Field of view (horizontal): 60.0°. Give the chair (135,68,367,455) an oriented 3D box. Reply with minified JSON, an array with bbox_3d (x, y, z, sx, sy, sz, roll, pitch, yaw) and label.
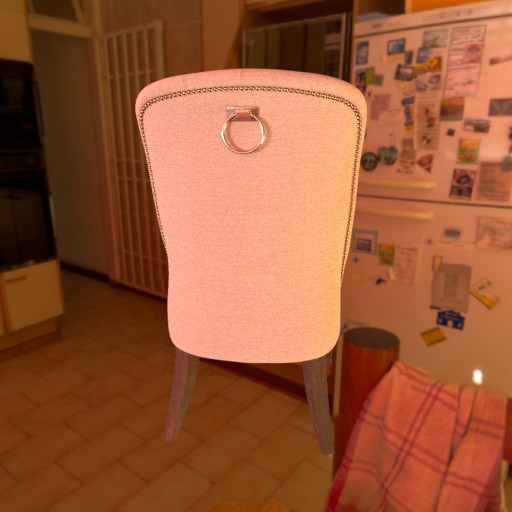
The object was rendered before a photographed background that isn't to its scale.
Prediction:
[{"bbox_3d":[0.000,0.000,1.480,0.634,1.091,0.629,2,16,6],"label":"chair"}]
